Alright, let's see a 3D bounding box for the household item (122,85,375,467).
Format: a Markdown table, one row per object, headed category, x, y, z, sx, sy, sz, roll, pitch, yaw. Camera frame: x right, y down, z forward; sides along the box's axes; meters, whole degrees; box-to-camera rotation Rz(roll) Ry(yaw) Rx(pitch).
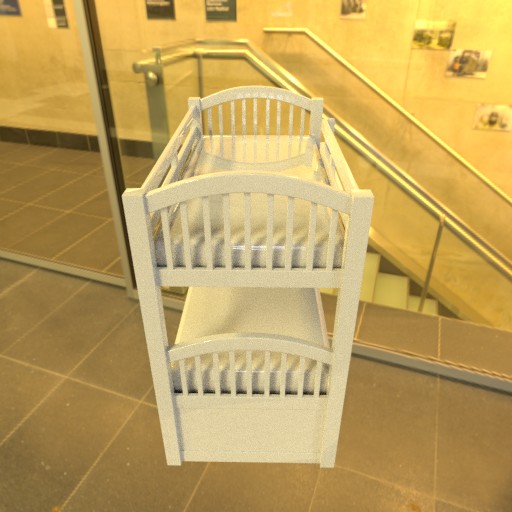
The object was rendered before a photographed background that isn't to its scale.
| category | x | y | z | sx | sy | sz | roll | pitch | yaw |
| --- | --- | --- | --- | --- | --- | --- | --- | --- | --- |
| household item | 0.000 | 0.000 | 3.277 | 1.143 | 2.032 | 2.032 | 1 | 31 | 1 |
